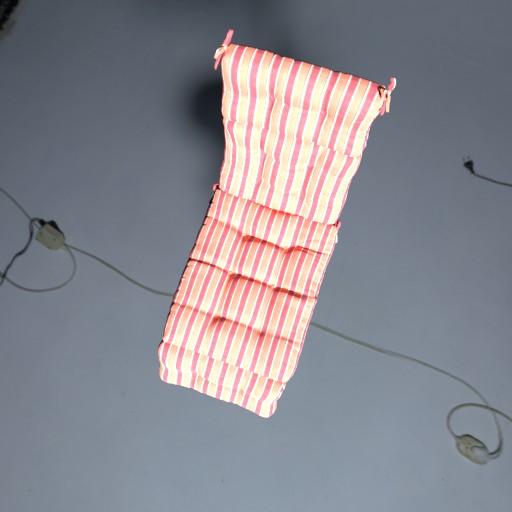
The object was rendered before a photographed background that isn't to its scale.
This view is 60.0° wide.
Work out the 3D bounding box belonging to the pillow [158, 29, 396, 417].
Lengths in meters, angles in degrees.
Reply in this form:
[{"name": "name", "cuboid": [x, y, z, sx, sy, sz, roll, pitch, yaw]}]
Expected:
[{"name": "pillow", "cuboid": [0.000, 0.000, 1.506, 0.526, 0.863, 1.016, 18, 75, 5]}]
